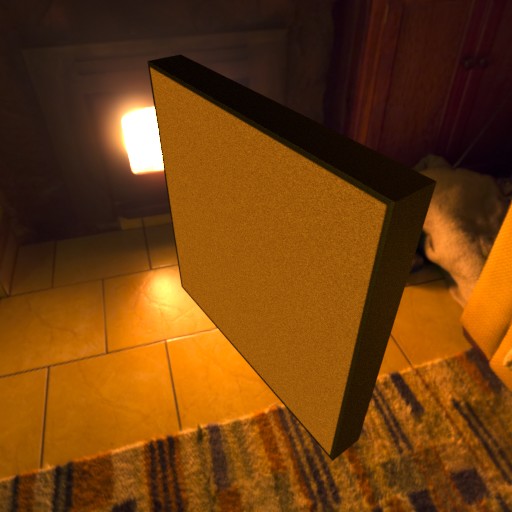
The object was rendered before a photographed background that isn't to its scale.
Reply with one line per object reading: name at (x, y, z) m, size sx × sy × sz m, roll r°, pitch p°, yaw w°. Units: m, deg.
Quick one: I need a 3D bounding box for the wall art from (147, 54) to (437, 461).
wall art at (0.000, 0.000, 0.440) m, size 0.037 × 0.303 × 0.304 m, roll -25°, pitch 46°, yaw -27°
